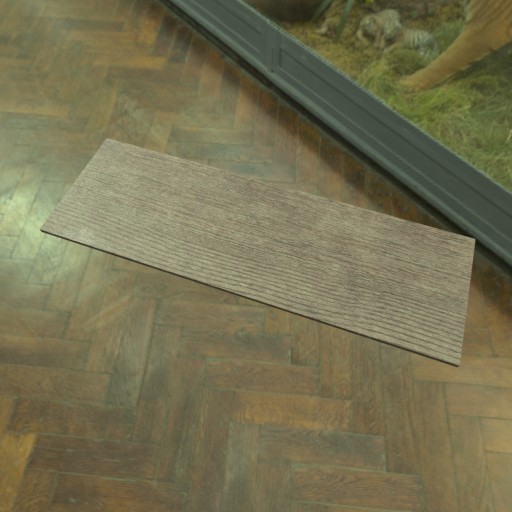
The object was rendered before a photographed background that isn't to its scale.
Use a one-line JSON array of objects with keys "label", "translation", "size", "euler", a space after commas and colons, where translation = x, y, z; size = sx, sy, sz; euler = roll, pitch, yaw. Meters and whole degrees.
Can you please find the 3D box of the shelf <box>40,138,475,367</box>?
[{"label": "shelf", "translation": [0.000, 0.000, 0.705], "size": [0.610, 0.125, 0.200], "euler": [17, 61, 10]}]
